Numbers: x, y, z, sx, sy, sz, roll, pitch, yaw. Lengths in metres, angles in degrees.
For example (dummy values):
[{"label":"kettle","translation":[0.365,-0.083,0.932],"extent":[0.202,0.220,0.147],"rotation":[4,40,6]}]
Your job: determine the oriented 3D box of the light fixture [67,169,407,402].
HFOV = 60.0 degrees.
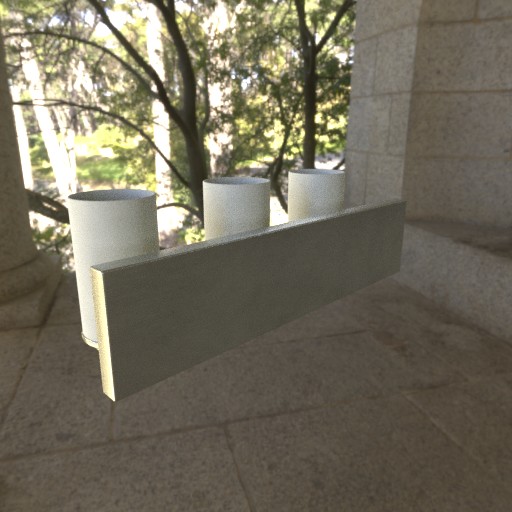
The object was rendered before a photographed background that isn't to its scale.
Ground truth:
[{"label":"light fixture","translation":[0.000,0.000,0.524],"extent":[0.145,0.172,0.451],"rotation":[15,22,42]}]
